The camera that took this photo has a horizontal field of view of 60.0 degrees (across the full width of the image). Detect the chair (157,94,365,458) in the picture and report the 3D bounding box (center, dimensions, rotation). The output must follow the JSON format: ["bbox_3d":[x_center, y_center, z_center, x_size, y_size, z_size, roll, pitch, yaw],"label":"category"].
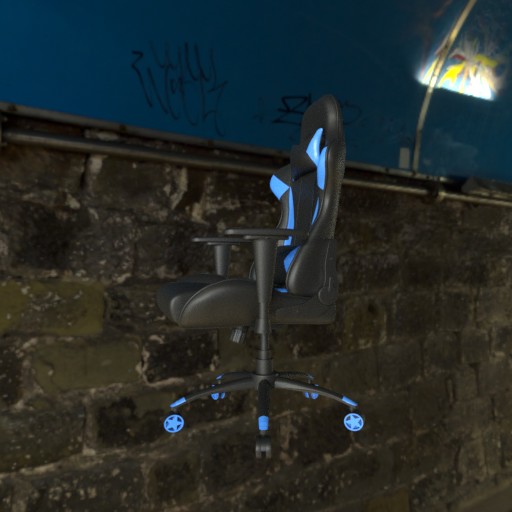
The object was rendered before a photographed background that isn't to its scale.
[{"bbox_3d":[0.000,0.000,1.728,0.730,1.282,0.695,0,0,-18],"label":"chair"}]
